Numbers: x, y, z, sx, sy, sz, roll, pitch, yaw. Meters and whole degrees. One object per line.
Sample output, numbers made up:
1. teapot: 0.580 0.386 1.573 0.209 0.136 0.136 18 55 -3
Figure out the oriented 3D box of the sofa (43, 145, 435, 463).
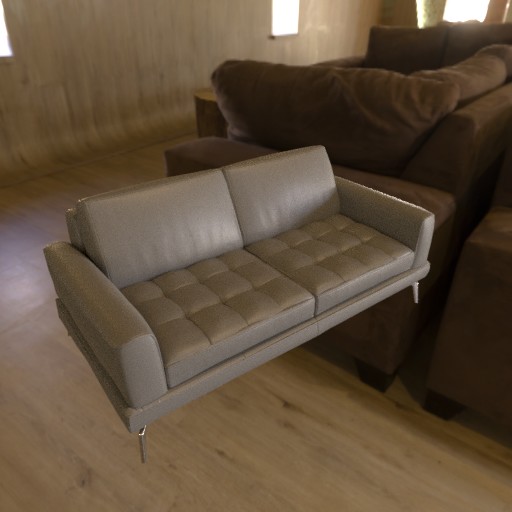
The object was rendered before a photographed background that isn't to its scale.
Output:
1. sofa: 0.000 0.000 2.689 2.177 0.930 1.121 -20 35 -31
